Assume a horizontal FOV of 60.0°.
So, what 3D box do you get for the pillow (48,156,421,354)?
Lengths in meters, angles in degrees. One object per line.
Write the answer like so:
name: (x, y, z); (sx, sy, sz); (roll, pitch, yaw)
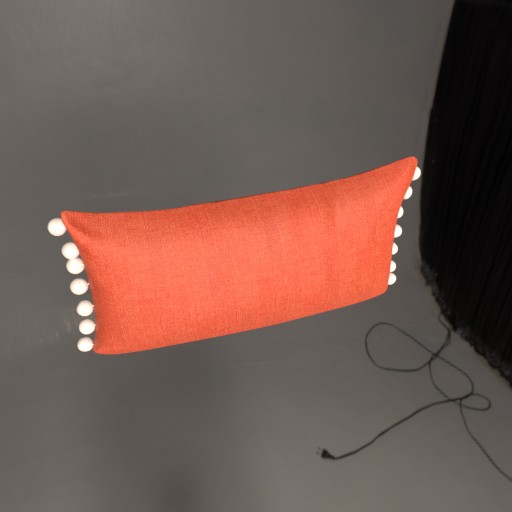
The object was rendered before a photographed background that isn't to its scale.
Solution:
pillow: (0.000, 0.000, 0.856); (0.709, 0.322, 0.201); (-10, 34, -16)
